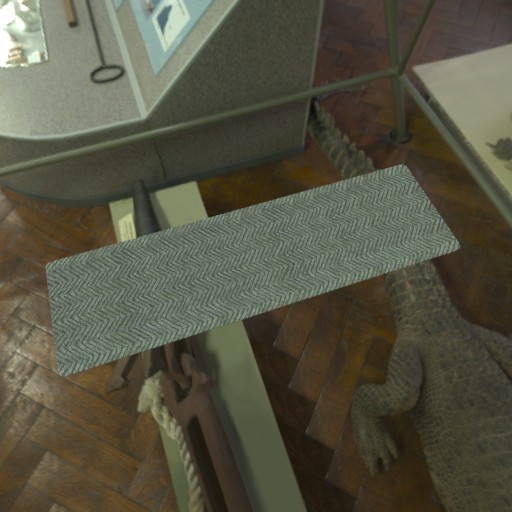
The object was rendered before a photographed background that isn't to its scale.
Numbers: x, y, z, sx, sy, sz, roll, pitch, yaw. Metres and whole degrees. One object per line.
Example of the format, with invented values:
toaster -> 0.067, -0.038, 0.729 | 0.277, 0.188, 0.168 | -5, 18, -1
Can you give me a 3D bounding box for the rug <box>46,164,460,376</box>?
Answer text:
rug -> 0.000, 0.000, 2.534 | 2.286, 0.008, 0.686 | -17, 61, -10
